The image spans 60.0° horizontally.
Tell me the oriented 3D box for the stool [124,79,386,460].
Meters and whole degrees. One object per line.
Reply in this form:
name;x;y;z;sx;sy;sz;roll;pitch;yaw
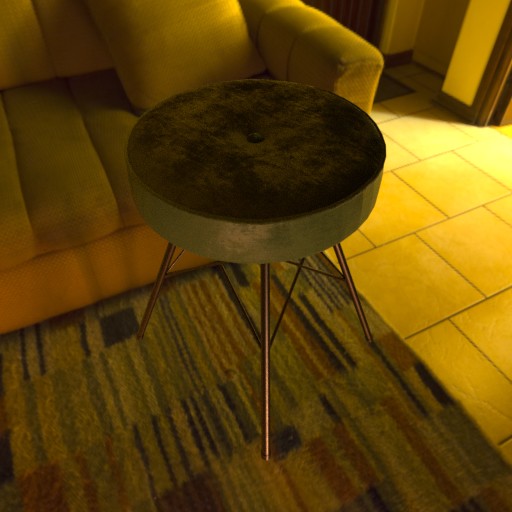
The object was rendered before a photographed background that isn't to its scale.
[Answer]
stool;0.000;0.000;0.929;0.457;0.595;0.430;34;55;28
